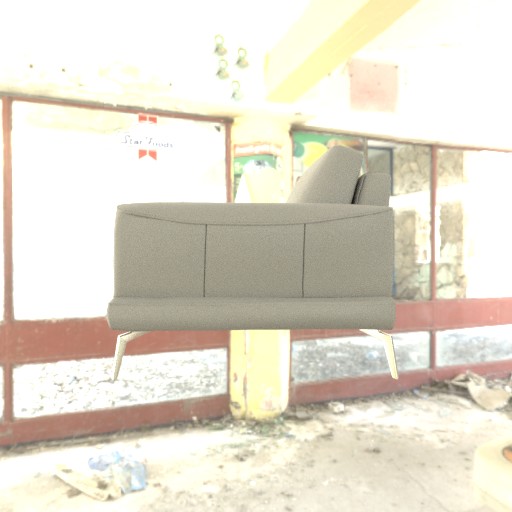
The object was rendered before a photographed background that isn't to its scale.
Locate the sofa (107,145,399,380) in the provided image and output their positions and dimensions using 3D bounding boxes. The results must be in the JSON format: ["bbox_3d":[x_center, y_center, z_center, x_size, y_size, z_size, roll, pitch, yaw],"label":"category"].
[{"bbox_3d":[0.000,0.000,2.664,1.121,0.930,2.177,0,0,1],"label":"sofa"}]
